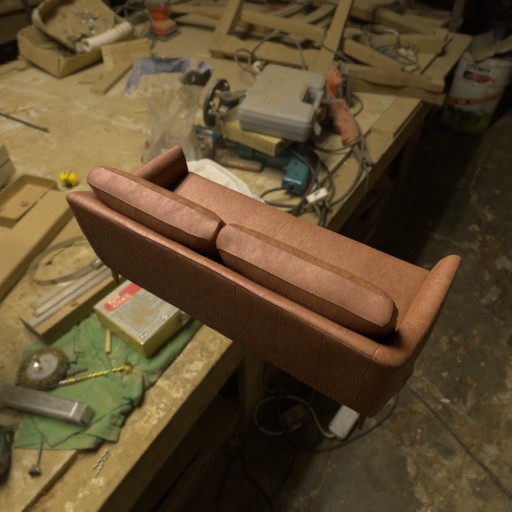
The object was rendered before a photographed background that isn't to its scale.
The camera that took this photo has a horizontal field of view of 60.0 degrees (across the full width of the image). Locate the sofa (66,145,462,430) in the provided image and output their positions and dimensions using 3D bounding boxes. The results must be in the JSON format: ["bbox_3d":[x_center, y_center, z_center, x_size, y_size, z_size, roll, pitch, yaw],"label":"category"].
[{"bbox_3d":[0.000,0.000,2.566,2.036,0.945,0.981,26,51,23],"label":"sofa"}]
